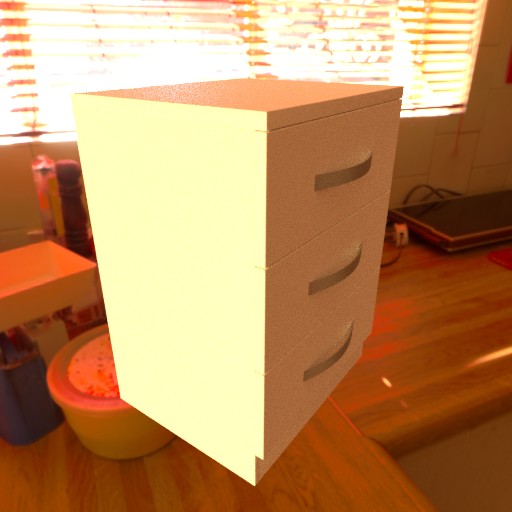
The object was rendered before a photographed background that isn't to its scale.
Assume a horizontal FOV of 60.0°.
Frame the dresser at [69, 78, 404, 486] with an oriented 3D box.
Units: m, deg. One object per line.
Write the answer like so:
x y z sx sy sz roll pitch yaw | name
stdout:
0.000 0.000 0.793 0.360 0.560 0.400 17 30 32 | dresser
